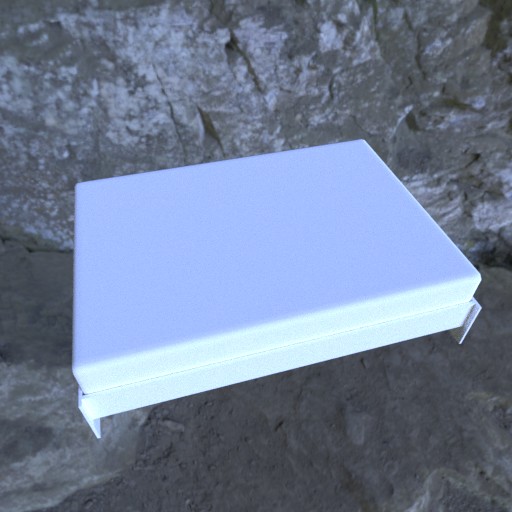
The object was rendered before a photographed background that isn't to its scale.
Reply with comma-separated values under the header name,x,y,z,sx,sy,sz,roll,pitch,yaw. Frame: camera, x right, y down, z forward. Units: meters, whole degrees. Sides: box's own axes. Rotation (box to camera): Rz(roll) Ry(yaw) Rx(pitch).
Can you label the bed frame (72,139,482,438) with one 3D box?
name,x,y,z,sx,sy,sz,roll,pitch,yaw
bed frame,0.000,0.000,2.576,1.945,0.497,1.445,-11,46,-11
